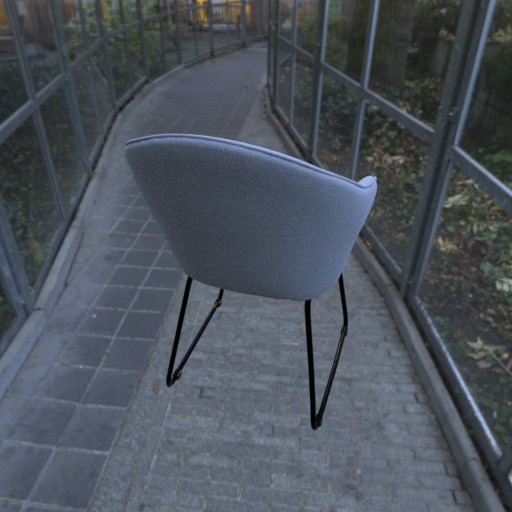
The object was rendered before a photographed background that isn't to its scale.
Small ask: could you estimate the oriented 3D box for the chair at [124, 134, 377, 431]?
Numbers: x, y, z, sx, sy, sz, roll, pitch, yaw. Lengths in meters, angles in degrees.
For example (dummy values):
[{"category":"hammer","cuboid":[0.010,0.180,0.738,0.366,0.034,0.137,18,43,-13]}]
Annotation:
[{"category":"chair","cuboid":[0.000,0.000,1.204,0.570,0.817,0.592,10,33,16]}]
